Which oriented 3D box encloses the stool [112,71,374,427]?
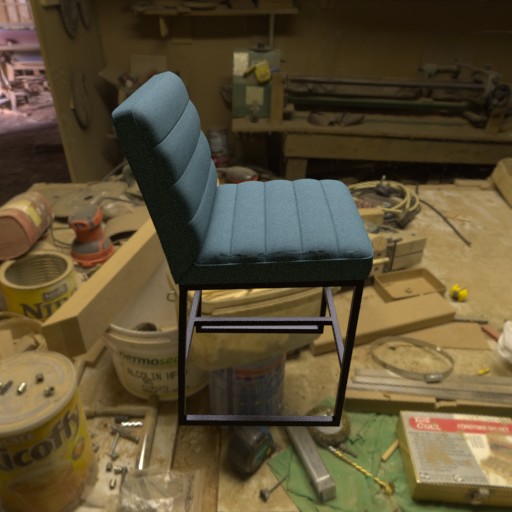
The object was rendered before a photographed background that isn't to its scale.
[{"bbox_3d":[0.000,0.000,1.280,0.560,0.940,0.460,0,32,0],"label":"stool"}]
